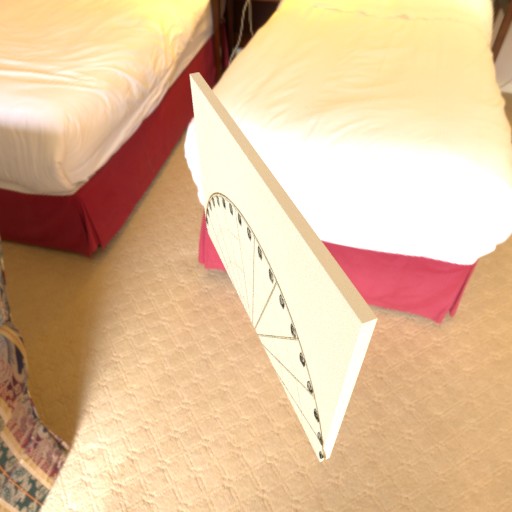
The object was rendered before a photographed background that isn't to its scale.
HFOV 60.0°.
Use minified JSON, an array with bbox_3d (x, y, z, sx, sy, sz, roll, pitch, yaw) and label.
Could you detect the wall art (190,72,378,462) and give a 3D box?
[{"bbox_3d":[0.000,0.000,1.489,0.038,0.767,1.144,-17,49,-15],"label":"wall art"}]
